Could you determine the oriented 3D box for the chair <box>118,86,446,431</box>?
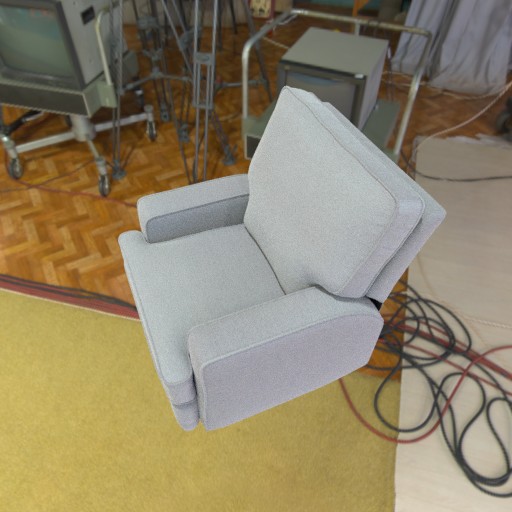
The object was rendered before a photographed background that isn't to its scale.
[{"bbox_3d":[0.000,0.000,1.722,0.969,0.964,0.861,-18,50,-16],"label":"chair"}]
